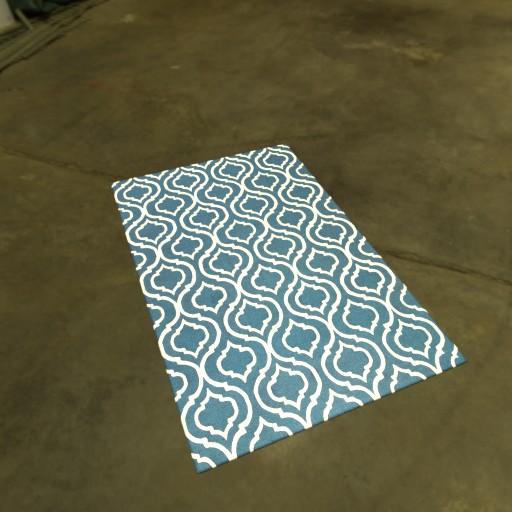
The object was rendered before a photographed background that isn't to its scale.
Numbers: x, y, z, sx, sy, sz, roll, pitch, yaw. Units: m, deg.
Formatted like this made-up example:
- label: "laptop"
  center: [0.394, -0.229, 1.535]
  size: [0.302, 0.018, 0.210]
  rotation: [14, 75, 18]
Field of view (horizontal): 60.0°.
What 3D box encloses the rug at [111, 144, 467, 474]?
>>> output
- label: "rug"
  center: [0.000, 0.000, 2.210]
  size: [1.143, 0.010, 1.753]
  rotation: [-16, 48, -15]
